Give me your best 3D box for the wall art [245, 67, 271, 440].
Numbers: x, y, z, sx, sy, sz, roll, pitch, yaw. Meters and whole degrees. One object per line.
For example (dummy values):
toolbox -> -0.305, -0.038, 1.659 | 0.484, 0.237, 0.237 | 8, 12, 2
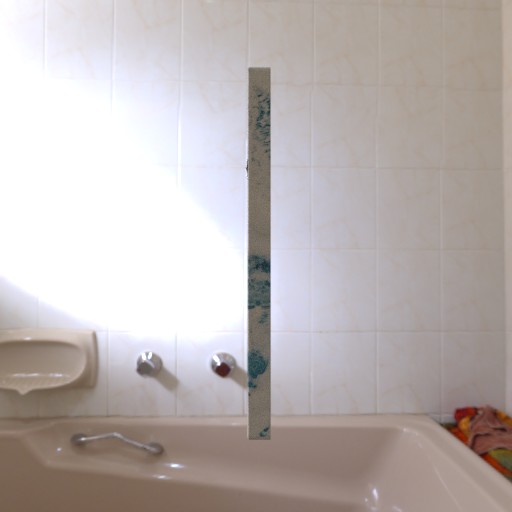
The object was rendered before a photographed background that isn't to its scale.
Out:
wall art -> 0.000, 0.000, 1.177 | 0.042, 0.610, 0.915 | 0, -1, 0
